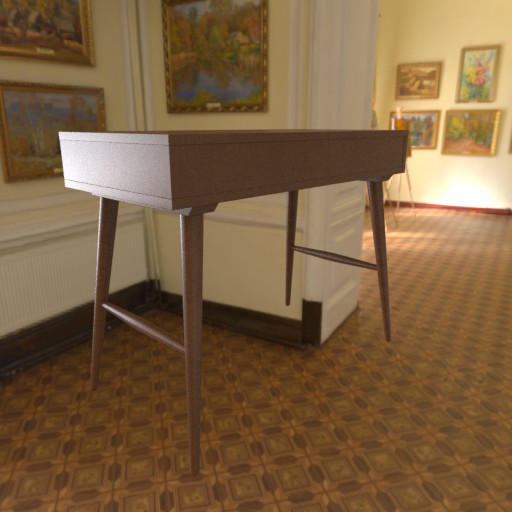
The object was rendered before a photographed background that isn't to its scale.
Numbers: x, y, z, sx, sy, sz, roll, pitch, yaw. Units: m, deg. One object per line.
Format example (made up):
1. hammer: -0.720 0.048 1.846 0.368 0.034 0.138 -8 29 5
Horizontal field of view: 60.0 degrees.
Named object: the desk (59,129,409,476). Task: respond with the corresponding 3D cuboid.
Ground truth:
1. desk: 0.000 0.000 1.394 0.510 0.758 0.949 15 22 42
